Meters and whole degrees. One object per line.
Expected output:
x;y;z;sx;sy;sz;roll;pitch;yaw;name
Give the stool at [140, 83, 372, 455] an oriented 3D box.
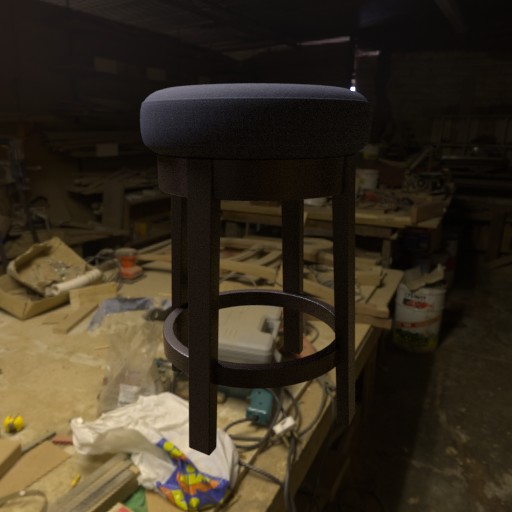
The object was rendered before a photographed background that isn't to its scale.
0.000;0.000;0.923;0.449;0.655;0.449;0;17;0;stool
